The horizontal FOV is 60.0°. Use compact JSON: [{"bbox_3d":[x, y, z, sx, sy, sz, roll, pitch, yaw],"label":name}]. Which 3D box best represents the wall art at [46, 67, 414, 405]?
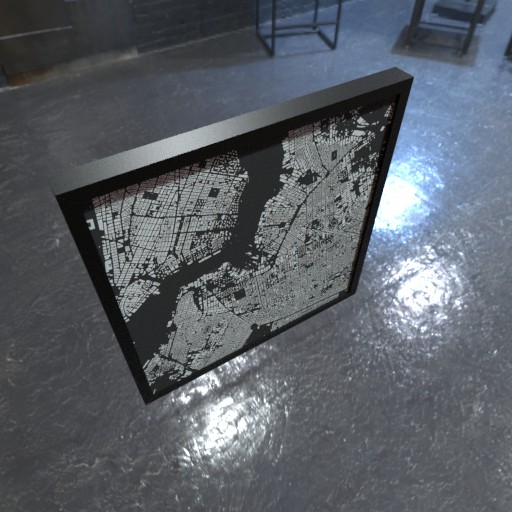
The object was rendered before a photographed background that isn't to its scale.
[{"bbox_3d":[0.000,0.000,0.741,0.506,0.506,0.038,-24,52,-21],"label":"wall art"}]
